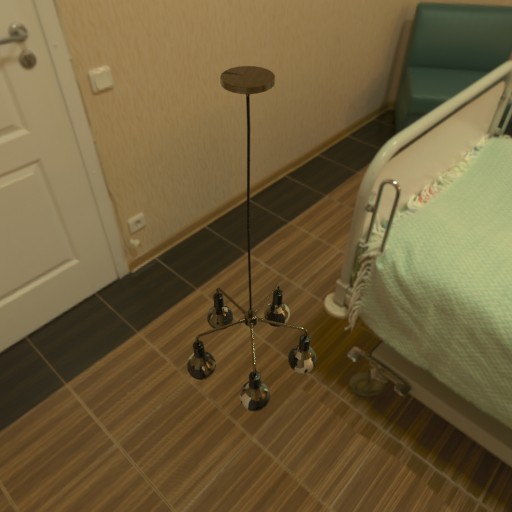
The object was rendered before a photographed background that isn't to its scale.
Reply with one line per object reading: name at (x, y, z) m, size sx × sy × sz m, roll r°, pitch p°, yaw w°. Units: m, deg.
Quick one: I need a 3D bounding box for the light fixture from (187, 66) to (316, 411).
light fixture at (0.000, 0.000, 1.228) m, size 0.421 × 0.988 × 0.438 m, roll 10°, pitch 44°, yaw 10°
